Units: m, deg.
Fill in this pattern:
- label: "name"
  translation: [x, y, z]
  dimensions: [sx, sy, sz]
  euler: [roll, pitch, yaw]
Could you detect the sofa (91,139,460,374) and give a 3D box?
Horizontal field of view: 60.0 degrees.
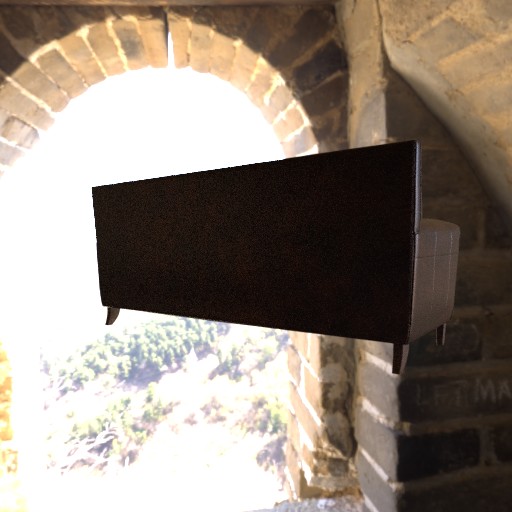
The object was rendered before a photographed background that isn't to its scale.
- label: "sofa"
  translation: [0.000, 0.000, 2.485]
  dimensions: [1.995, 0.871, 0.786]
  euler: [1, 1, 36]
